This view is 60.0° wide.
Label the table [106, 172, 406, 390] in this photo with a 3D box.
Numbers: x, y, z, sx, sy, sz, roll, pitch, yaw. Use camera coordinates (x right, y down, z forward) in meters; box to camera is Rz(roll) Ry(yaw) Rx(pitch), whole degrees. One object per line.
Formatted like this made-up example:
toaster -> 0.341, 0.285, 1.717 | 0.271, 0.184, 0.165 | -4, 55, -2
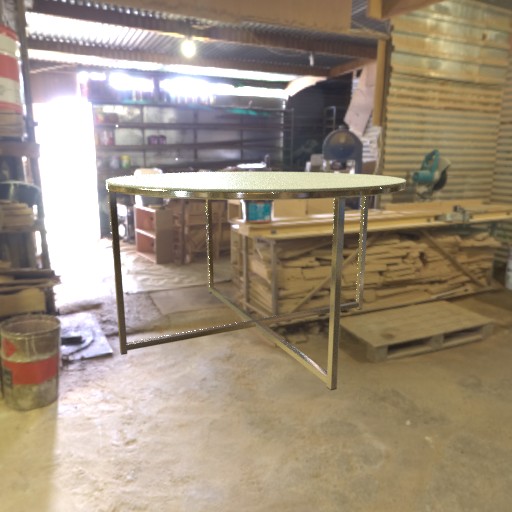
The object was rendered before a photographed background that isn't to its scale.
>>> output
table -> 0.000, 0.000, 1.292 | 0.800, 0.450, 0.800 | 0, 13, 0
